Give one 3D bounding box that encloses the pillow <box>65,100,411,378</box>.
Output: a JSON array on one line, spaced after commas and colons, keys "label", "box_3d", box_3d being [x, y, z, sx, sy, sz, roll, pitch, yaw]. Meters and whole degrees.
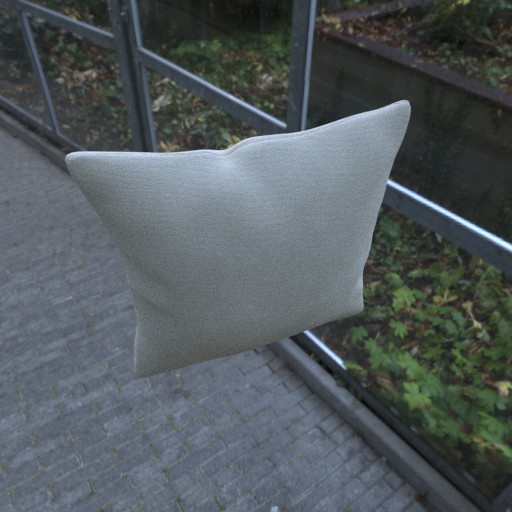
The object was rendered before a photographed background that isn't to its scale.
[{"label": "pillow", "box_3d": [0.000, 0.000, 0.666, 0.437, 0.420, 0.162, -14, 44, -15]}]
